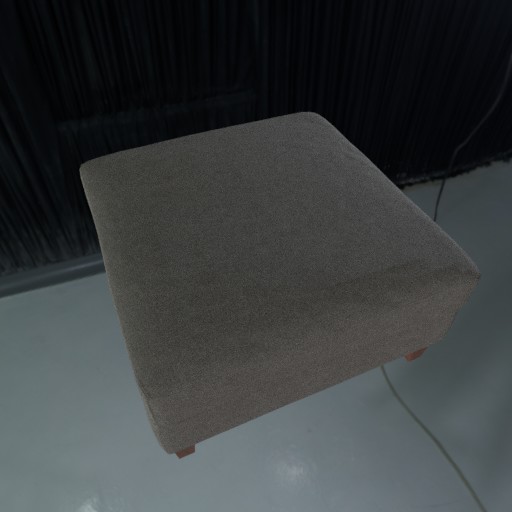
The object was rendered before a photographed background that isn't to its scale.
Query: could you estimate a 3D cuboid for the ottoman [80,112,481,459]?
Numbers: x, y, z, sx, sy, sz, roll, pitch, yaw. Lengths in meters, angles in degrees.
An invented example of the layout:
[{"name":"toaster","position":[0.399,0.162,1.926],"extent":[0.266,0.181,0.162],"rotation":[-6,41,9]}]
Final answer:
[{"name":"ottoman","position":[0.000,0.000,1.364],"extent":[0.861,0.482,0.881],"rotation":[-17,50,-16]}]
